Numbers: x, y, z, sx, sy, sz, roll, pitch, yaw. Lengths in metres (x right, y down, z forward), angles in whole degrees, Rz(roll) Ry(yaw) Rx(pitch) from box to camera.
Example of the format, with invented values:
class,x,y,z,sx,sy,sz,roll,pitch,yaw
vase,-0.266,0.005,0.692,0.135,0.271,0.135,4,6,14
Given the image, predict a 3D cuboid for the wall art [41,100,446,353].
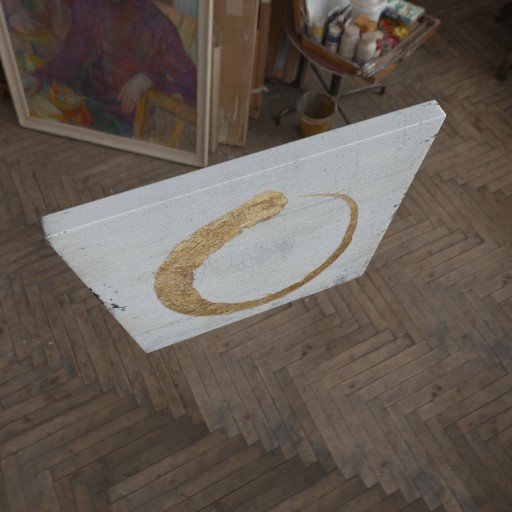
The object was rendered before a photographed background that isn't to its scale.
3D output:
class,x,y,z,sx,sy,sz,roll,pitch,yaw
wall art,0.000,0.000,0.909,0.610,0.611,0.040,-19,65,-9
